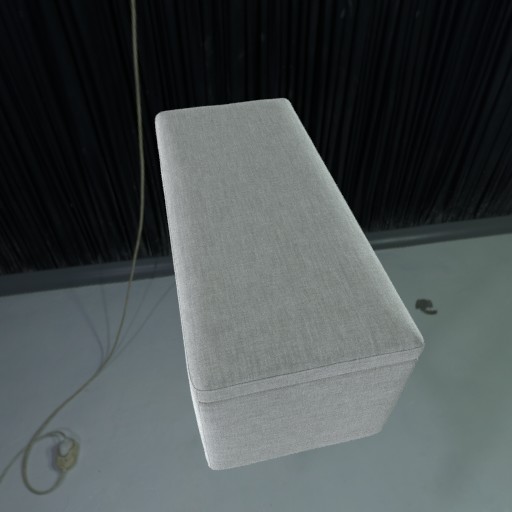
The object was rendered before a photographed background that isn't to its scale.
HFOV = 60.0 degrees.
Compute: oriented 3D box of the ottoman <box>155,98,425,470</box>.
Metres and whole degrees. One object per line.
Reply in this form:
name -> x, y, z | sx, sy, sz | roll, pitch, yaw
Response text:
ottoman -> 0.000, 0.000, 1.144 | 0.419, 0.432, 0.902 | -9, 47, -9
